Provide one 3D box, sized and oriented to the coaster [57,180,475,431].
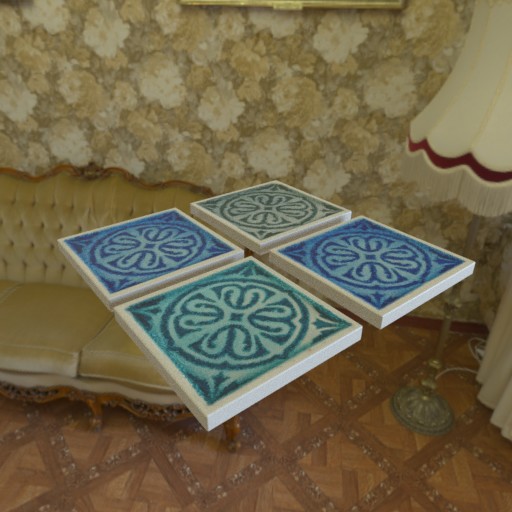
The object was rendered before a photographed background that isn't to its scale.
[{"bbox_3d":[0.000,0.000,0.324,0.219,0.010,0.214,-21,35,-33],"label":"coaster"}]
